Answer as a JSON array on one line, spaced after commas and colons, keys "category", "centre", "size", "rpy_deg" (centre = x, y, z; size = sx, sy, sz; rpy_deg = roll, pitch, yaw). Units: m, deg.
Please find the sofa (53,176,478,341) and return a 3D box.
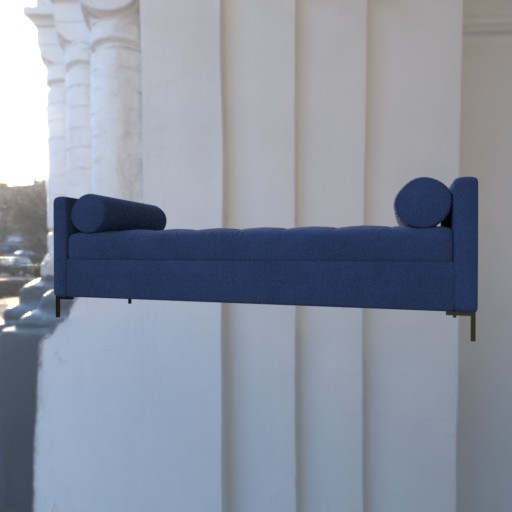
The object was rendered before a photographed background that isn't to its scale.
[{"category": "sofa", "centre": [0.000, 0.000, 2.290], "size": [1.981, 0.635, 0.686], "rpy_deg": [0, 1, 18]}]
